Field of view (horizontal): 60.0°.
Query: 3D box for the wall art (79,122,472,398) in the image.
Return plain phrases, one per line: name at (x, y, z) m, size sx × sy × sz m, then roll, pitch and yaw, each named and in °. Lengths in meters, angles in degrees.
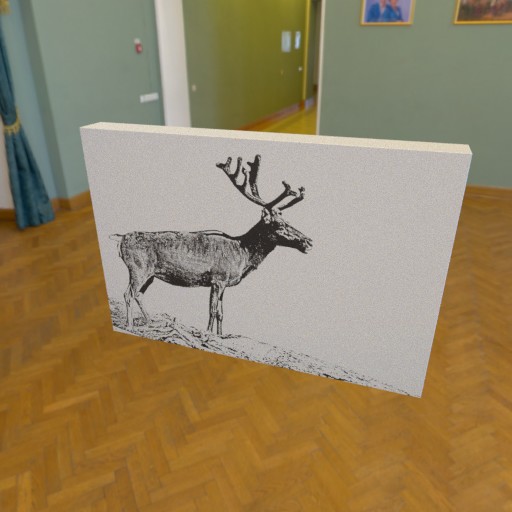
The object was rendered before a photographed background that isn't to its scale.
wall art at (0.000, 0.000, 0.484) m, size 0.381 × 0.259 × 0.038 m, roll 8°, pitch 27°, yaw 17°
